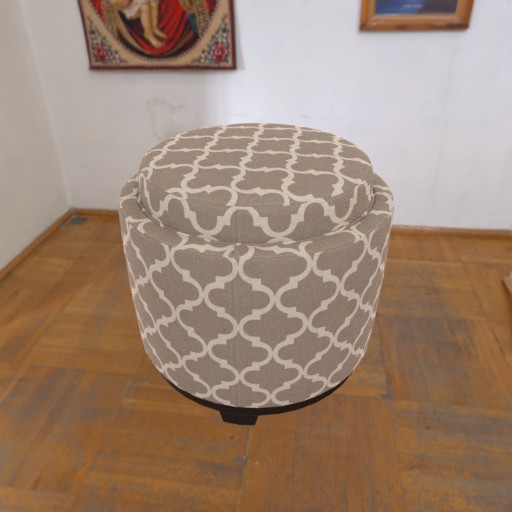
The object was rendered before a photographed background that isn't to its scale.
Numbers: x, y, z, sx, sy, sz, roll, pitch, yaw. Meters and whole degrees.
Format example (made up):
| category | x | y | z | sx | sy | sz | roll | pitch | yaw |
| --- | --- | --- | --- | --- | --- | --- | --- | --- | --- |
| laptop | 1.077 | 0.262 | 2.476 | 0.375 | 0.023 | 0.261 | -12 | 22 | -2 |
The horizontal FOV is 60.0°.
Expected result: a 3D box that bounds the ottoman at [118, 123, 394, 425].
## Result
| category | x | y | z | sx | sy | sz | roll | pitch | yaw |
| --- | --- | --- | --- | --- | --- | --- | --- | --- | --- |
| ottoman | 0.000 | 0.000 | 0.858 | 0.480 | 0.429 | 0.480 | 0 | 32 | 0 |
